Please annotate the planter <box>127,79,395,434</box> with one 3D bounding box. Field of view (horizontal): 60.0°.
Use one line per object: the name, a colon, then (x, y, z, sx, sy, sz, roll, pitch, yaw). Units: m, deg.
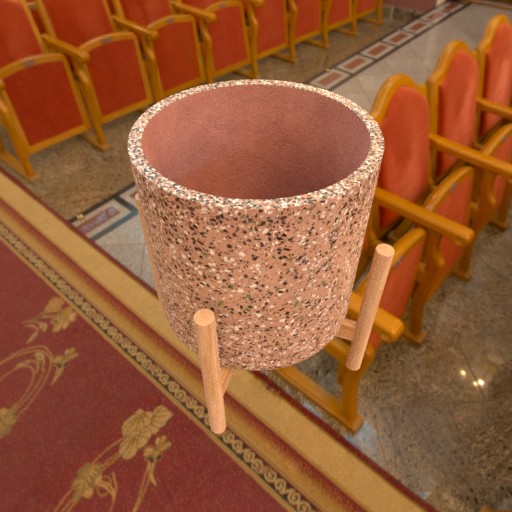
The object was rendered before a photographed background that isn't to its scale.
planter: (0.000, 0.000, 0.679, 0.360, 0.419, 0.360, 32, 52, 28)
